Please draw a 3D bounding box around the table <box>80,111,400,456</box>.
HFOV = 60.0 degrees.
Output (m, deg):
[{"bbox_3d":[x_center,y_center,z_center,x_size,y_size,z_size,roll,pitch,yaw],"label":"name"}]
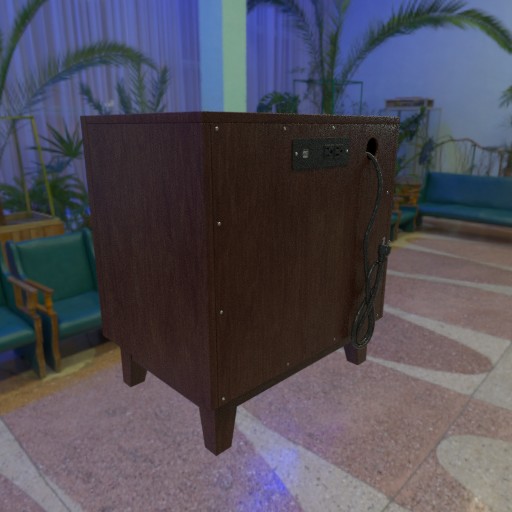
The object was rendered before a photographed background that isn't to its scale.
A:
[{"bbox_3d":[0.000,0.000,1.013,0.557,0.609,0.449,-15,22,-42],"label":"table"}]
